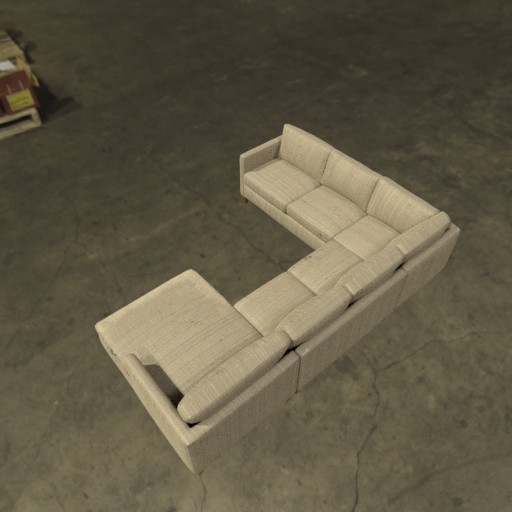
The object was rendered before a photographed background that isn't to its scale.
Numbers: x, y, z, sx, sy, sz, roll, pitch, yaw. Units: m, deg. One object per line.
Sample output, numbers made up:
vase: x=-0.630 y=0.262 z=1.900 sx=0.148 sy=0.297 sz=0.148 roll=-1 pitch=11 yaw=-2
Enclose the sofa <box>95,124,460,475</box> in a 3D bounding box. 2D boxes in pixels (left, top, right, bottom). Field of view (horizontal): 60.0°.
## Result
sofa: x=0.000 y=0.000 z=4.677 sx=3.460 sy=0.961 sz=2.594 roll=-32 pitch=54 yaw=-27
